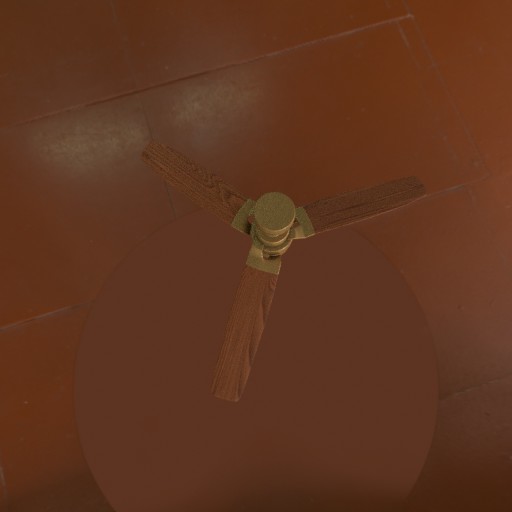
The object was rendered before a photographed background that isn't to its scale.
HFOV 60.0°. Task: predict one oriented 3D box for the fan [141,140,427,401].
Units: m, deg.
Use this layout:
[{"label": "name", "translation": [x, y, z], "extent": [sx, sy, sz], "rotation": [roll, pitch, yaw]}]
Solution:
[{"label": "fan", "translation": [0.000, 0.000, 2.003], "extent": [1.416, 0.425, 1.271], "rotation": [16, 76, 4]}]
